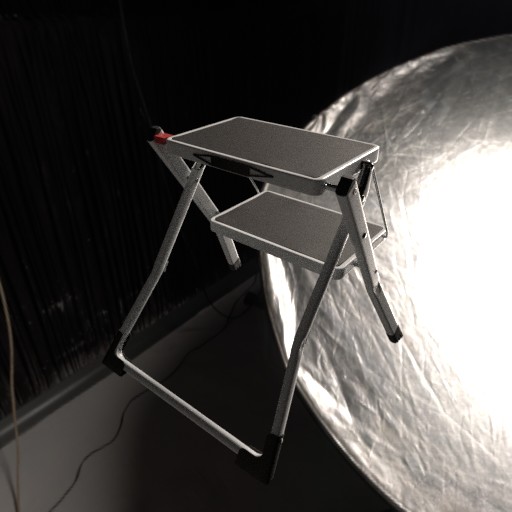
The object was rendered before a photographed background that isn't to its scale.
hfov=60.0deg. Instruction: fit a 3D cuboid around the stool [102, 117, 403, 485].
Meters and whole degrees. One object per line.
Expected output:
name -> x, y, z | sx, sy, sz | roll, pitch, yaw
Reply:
stool -> 0.000, 0.000, 0.847 | 0.485, 0.445, 0.490 | 22, 38, 32
